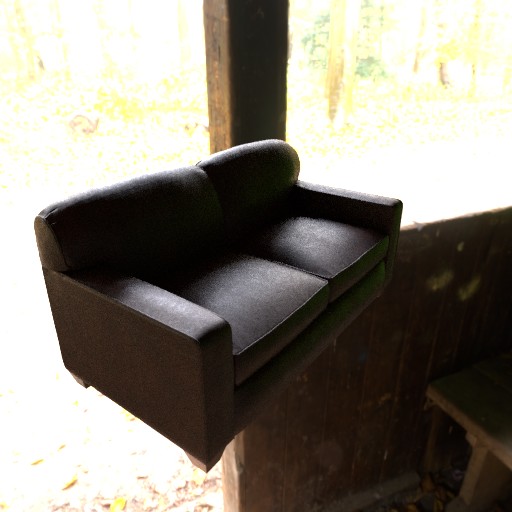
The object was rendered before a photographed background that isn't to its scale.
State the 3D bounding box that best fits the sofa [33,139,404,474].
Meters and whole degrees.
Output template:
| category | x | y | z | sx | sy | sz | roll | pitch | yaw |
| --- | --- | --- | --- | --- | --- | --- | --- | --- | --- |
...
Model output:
| category | x | y | z | sx | sy | sz | roll | pitch | yaw |
| --- | --- | --- | --- | --- | --- | --- | --- | --- | --- |
| sofa | 0.000 | 0.000 | 2.392 | 1.000 | 0.966 | 1.856 | 18 | 30 | 33 |
